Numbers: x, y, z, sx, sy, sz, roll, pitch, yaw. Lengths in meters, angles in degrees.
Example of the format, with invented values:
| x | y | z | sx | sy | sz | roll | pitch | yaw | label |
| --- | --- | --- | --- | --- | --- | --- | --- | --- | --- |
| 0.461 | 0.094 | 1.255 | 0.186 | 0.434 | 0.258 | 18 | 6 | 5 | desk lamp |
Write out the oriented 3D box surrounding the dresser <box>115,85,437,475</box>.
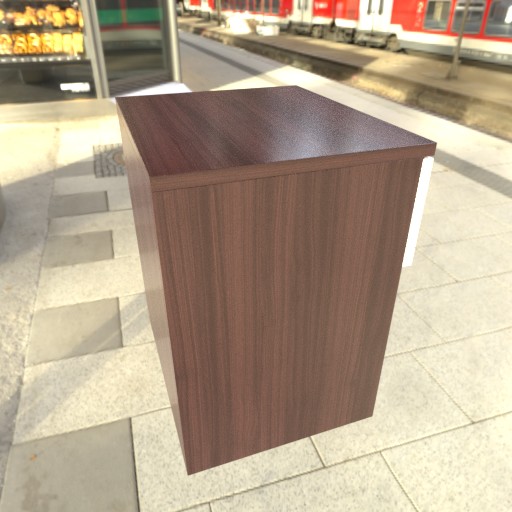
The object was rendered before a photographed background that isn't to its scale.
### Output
| x | y | z | sx | sy | sz | roll | pitch | yaw | label |
| --- | --- | --- | --- | --- | --- | --- | --- | --- | --- |
| 0.000 | 0.000 | 0.755 | 0.360 | 0.470 | 0.400 | -10 | 32 | -17 | dresser |
